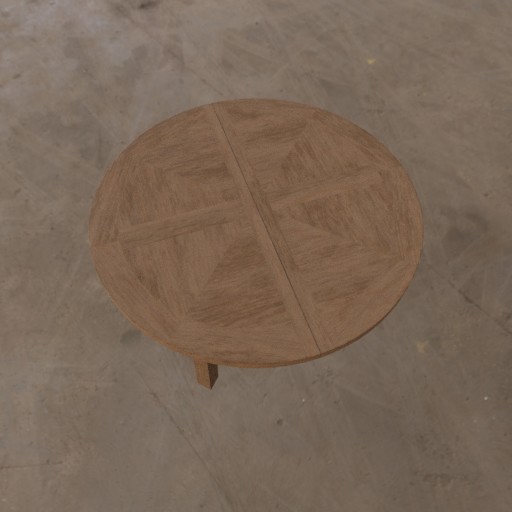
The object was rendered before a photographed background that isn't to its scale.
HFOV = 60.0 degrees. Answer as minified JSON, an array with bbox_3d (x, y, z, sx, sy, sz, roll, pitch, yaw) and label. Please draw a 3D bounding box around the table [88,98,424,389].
[{"bbox_3d":[0.000,0.000,2.100,1.319,0.762,1.319,0,57,0],"label":"table"}]
